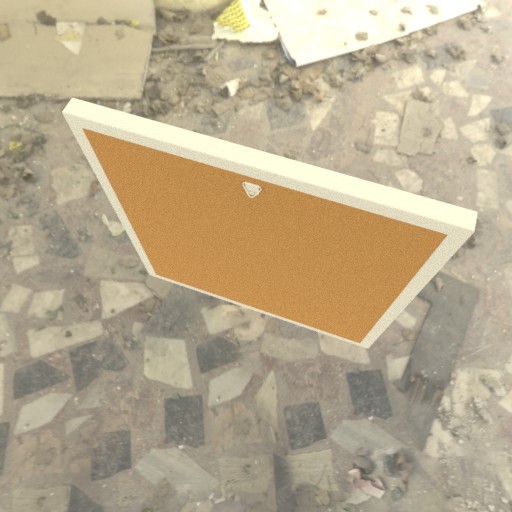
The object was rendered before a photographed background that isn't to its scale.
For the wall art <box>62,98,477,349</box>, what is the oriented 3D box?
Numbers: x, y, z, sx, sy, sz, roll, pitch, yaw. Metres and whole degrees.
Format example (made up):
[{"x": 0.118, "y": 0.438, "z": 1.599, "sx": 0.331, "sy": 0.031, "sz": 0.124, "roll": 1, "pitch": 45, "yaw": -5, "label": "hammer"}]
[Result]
[{"x": 0.000, "y": 0.000, "z": 1.120, "sx": 0.761, "sy": 0.762, "sz": 0.050, "roll": 18, "pitch": 65, "yaw": 8, "label": "wall art"}]
